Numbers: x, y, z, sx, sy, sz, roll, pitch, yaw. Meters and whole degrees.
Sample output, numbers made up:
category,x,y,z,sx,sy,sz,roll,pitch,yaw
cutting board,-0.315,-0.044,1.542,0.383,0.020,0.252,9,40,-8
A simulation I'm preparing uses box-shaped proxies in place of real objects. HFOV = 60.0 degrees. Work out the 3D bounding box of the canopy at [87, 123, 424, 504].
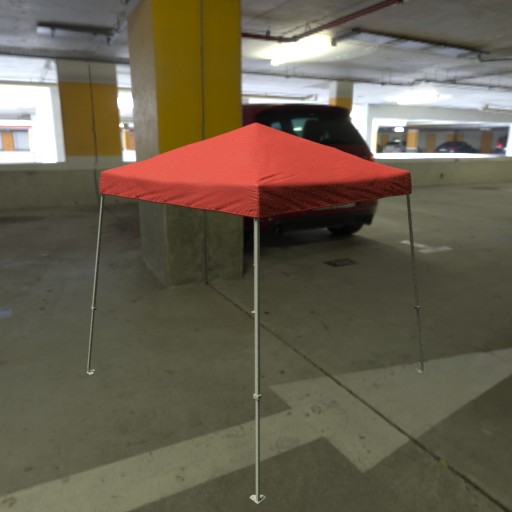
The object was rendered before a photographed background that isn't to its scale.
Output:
category,x,y,z,sx,sy,sz,roll,pitch,yaw
canopy,0.000,0.000,4.943,2.848,2.849,2.849,13,19,43
